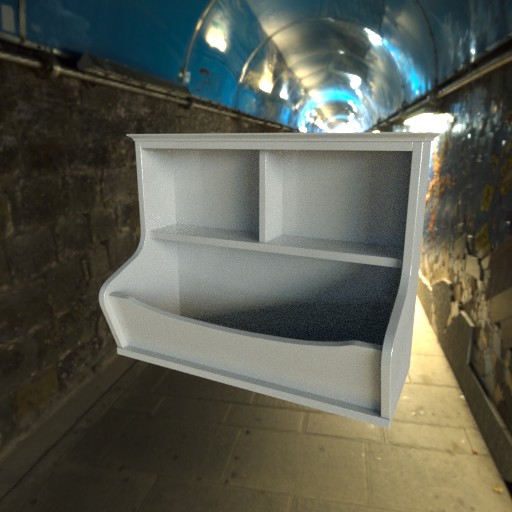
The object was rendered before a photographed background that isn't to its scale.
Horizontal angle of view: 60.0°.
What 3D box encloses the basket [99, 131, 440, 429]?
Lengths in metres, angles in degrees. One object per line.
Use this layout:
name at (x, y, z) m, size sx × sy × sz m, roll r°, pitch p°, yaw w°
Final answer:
basket at (0.000, 0.000, 1.124) m, size 0.780 × 0.600 × 0.350 m, roll 7°, pitch 16°, yaw 26°
